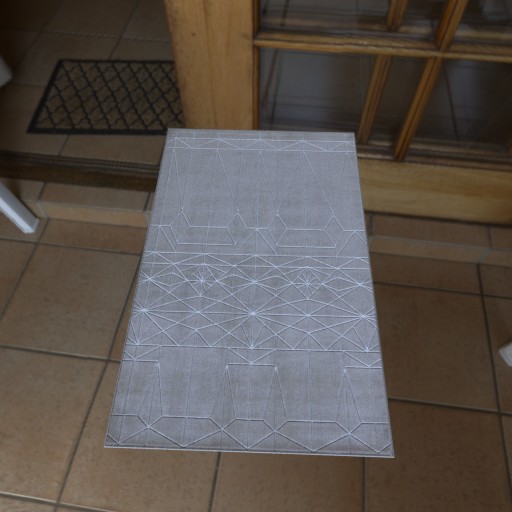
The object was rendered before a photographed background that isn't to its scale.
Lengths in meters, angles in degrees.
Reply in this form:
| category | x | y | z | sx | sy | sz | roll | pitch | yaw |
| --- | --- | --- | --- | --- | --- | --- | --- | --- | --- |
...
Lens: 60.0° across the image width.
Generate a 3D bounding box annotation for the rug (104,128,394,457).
| category | x | y | z | sx | sy | sz | roll | pitch | yaw |
| --- | --- | --- | --- | --- | --- | --- | --- | --- | --- |
| rug | 0.000 | 0.000 | 2.977 | 1.524 | 0.012 | 2.438 | 2 | 58 | 1 |
